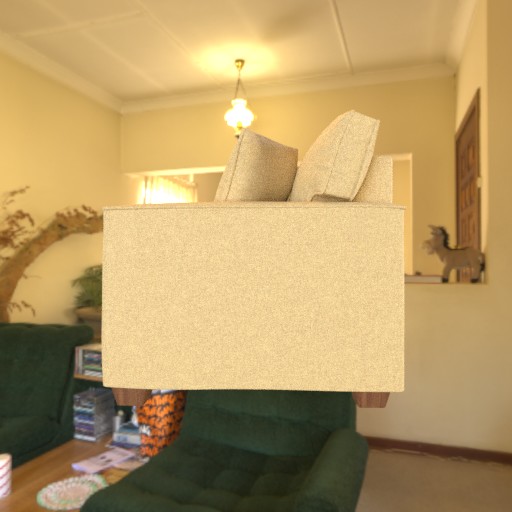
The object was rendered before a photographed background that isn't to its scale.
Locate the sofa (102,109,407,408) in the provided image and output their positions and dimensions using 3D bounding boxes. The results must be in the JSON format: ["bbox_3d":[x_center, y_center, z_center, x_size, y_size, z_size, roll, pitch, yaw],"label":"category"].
[{"bbox_3d":[0.000,0.000,2.083,0.991,0.989,1.388,0,-1,1],"label":"sofa"}]
